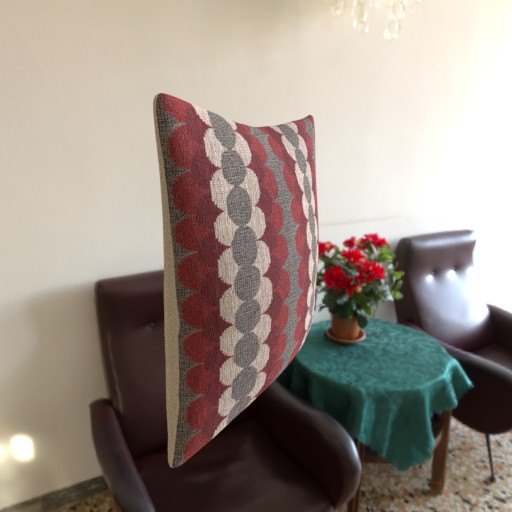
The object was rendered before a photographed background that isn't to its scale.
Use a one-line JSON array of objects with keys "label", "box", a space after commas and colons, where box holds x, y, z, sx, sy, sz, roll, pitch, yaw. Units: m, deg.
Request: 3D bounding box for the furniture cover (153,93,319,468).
[{"label": "furniture cover", "box": [0.000, 0.000, 0.651, 0.145, 0.420, 0.435, 8, 17, 26]}]
